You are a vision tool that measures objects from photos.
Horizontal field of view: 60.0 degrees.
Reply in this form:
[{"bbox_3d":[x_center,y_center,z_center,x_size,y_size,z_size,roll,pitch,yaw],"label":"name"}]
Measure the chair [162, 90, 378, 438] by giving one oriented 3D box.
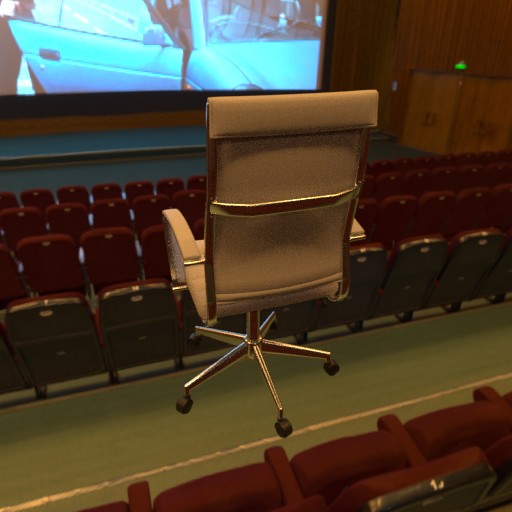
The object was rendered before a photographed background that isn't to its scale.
[{"bbox_3d":[0.000,0.000,1.557,0.679,1.149,0.667,-9,28,-17],"label":"chair"}]
